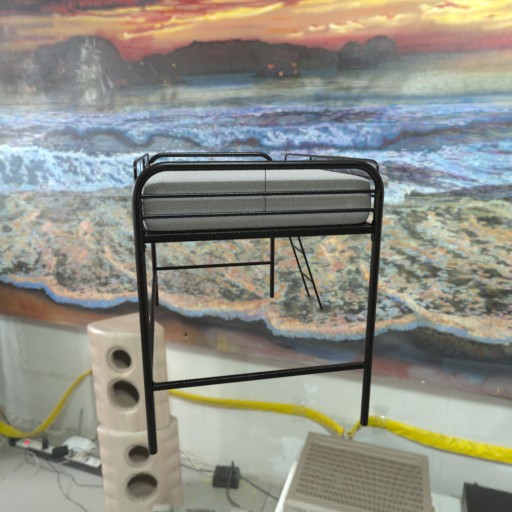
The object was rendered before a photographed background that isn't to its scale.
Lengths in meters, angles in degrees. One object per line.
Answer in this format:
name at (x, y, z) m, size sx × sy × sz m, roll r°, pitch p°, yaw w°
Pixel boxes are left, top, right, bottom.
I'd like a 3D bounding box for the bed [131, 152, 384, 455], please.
bed at (0.000, 0.000, 2.895) m, size 1.393 × 1.289 × 1.968 m, roll -3°, pitch 14°, yaw -11°
